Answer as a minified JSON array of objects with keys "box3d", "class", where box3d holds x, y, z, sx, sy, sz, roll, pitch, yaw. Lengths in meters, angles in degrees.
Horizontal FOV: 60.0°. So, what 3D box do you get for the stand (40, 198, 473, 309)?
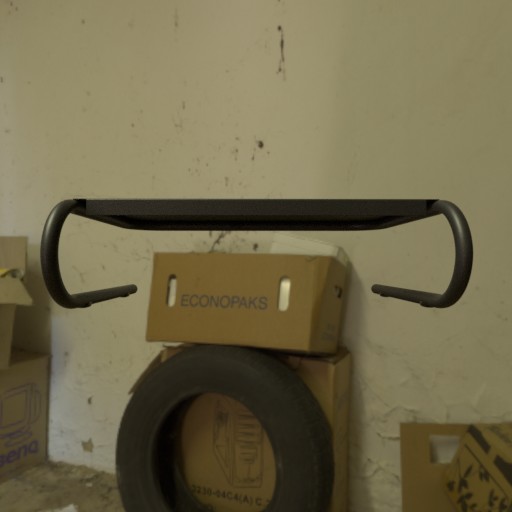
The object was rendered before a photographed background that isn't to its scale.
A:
[{"box3d":[0.000,0.000,0.512,0.370,0.108,0.280,0,-1,-1],"class":"stand"}]
